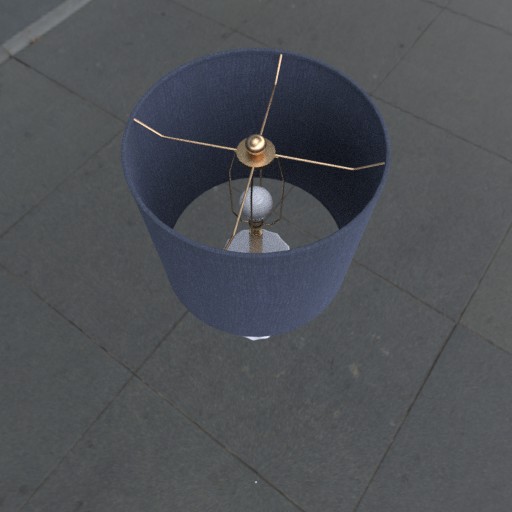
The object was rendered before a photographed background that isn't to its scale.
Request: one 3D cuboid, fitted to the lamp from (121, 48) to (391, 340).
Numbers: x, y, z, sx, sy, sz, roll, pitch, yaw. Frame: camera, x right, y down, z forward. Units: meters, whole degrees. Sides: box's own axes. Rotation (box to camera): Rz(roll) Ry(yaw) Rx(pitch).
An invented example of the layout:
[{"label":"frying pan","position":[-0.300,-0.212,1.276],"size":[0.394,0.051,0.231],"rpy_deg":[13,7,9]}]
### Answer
[{"label":"lamp","position":[0.000,0.000,0.697],"size":[0.277,0.537,0.277],"rpy_deg":[-36,68,-17]}]
